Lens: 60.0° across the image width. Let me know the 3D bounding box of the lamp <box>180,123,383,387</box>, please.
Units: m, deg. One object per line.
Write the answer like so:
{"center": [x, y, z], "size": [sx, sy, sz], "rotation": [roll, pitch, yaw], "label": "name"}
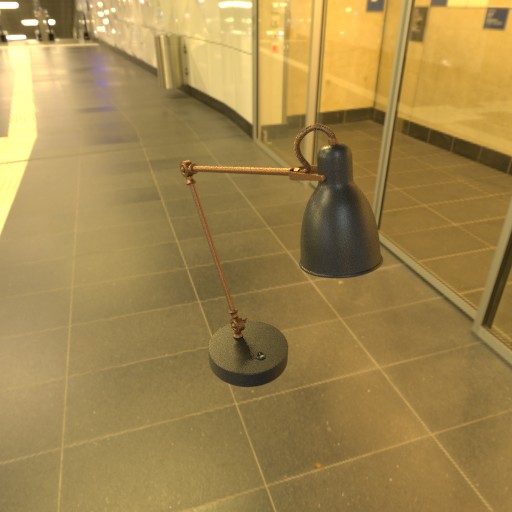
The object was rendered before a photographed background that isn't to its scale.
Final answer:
{"center": [0.000, 0.000, 0.889], "size": [0.187, 0.587, 0.561], "rotation": [-21, 36, -32], "label": "lamp"}
